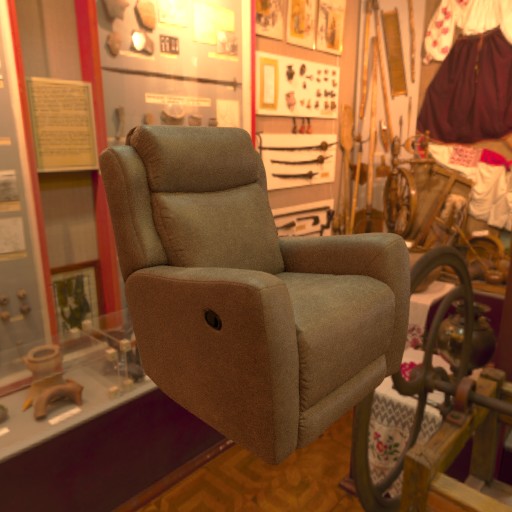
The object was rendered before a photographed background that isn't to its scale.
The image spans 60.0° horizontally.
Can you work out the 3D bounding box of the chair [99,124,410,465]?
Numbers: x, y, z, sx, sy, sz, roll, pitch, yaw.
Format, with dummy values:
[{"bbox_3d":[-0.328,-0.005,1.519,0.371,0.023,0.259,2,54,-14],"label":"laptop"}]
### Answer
[{"bbox_3d":[0.000,0.000,1.950,1.068,1.116,0.965,14,20,42],"label":"chair"}]
